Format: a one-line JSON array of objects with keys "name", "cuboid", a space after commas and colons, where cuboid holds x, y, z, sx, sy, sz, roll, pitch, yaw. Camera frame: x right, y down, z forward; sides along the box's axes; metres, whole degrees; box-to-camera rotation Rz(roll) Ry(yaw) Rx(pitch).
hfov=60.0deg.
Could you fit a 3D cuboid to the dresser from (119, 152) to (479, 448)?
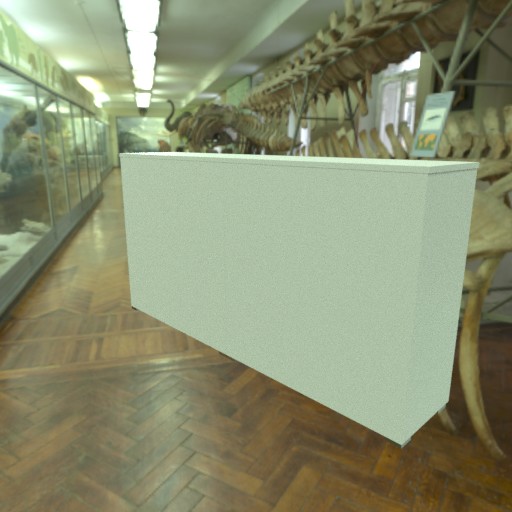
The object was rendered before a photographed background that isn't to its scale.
[{"name": "dresser", "cuboid": [0.000, 0.000, 1.805, 0.333, 0.790, 1.535, -14, 20, -42]}]
